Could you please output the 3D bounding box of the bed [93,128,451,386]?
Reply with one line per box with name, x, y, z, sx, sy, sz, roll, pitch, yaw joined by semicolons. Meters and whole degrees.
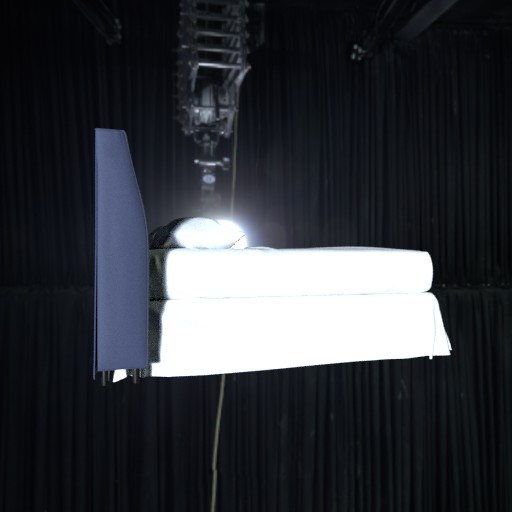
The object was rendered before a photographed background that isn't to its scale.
bed;0.000;0.000;3.446;2.276;1.332;1.925;0;0;-17
